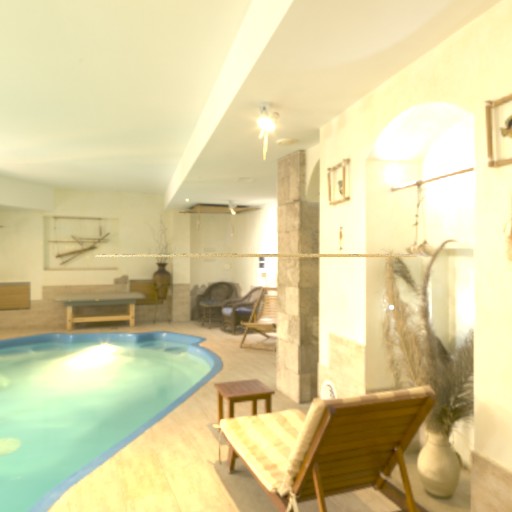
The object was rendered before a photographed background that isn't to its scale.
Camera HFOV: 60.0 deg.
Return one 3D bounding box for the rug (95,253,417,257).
[{"bbox_3d":[0.000,0.000,2.335,1.593,0.012,1.593,0,0,0],"label":"rug"}]
